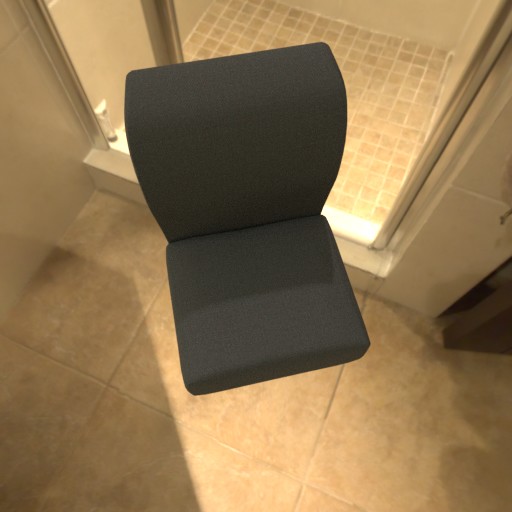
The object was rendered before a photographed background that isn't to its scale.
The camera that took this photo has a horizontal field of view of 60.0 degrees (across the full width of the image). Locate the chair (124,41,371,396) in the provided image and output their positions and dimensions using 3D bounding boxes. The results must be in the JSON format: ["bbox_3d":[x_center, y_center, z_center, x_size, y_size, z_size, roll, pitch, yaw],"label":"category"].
[{"bbox_3d":[0.000,0.000,1.182,0.513,0.804,0.592,-12,65,-6],"label":"chair"}]
